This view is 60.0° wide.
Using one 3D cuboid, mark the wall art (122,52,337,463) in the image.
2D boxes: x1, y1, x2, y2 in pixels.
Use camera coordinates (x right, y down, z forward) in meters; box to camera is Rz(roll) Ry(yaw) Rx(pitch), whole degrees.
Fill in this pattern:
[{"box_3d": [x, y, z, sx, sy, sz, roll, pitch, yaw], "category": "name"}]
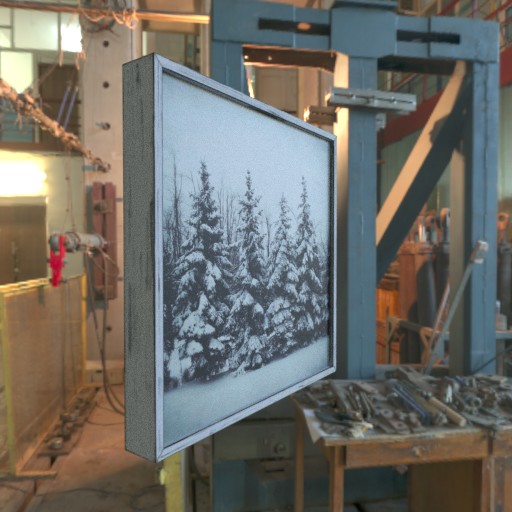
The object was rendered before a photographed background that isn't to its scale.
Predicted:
[{"box_3d": [0.000, 0.000, 0.460, 0.036, 0.303, 0.303, 1, 1, 36], "category": "wall art"}]
